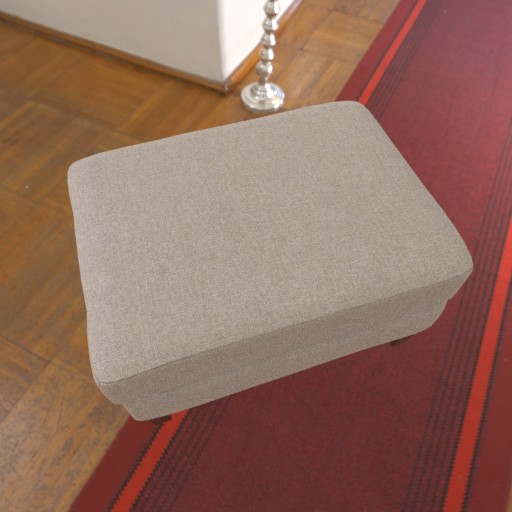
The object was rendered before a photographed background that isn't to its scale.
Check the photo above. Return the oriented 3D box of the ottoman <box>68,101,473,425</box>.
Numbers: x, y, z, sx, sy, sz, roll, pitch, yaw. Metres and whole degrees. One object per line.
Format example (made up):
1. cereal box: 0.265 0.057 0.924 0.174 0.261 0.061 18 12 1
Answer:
1. ottoman: 0.000 0.000 1.285 0.898 0.519 0.677 -15 58 -10
